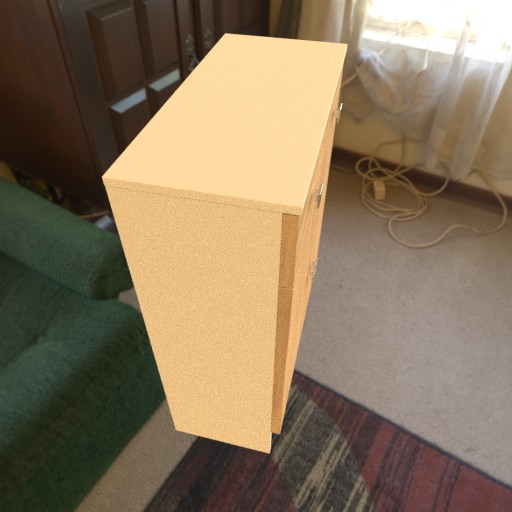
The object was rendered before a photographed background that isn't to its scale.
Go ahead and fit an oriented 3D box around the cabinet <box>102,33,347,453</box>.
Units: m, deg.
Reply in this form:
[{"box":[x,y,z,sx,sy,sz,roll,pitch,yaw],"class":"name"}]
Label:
[{"box":[0.000,0.000,1.088,0.296,0.815,0.600,10,45,10],"class":"cabinet"}]
